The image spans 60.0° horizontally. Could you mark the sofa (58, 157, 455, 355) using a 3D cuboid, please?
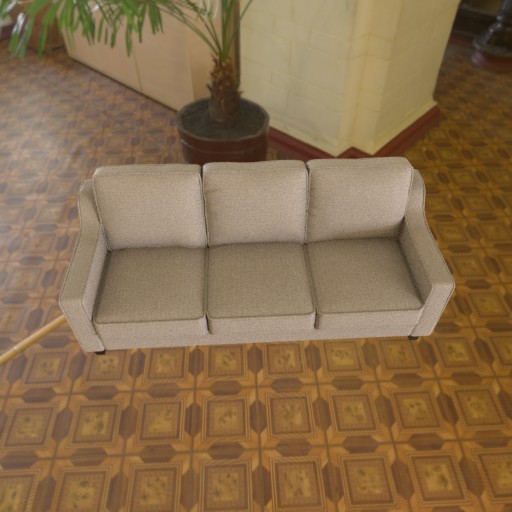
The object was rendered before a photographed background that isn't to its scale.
[{"bbox_3d":[0.000,0.000,2.727,2.129,0.950,0.899,-2,46,-2],"label":"sofa"}]
